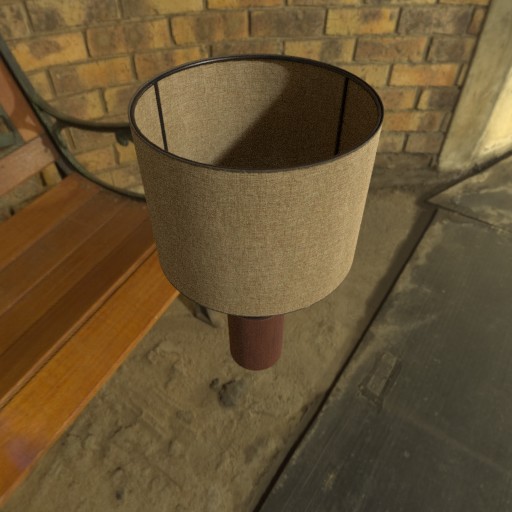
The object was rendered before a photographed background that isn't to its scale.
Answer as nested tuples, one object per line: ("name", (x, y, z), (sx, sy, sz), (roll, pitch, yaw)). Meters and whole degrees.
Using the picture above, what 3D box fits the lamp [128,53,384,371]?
("lamp", (0.000, 0.000, 0.478), (0.202, 0.350, 0.202), (0, 44, 0))
